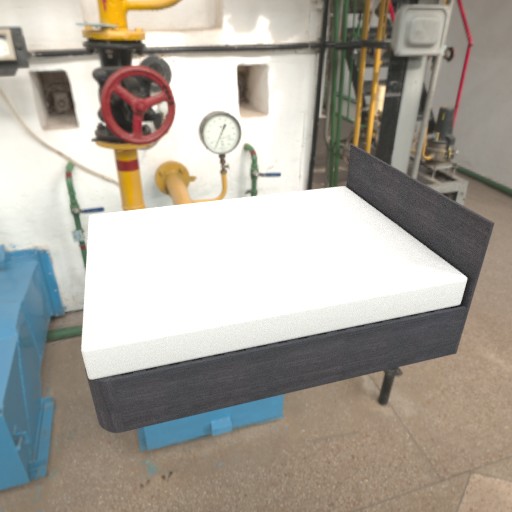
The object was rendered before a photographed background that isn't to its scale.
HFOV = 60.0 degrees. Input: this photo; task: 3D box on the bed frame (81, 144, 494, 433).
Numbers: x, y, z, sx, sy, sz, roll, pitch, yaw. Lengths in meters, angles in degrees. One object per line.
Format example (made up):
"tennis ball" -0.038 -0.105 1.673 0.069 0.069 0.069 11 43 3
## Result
"bed frame" 0.000 0.000 2.606 1.900 0.800 1.400 -9 31 -15
